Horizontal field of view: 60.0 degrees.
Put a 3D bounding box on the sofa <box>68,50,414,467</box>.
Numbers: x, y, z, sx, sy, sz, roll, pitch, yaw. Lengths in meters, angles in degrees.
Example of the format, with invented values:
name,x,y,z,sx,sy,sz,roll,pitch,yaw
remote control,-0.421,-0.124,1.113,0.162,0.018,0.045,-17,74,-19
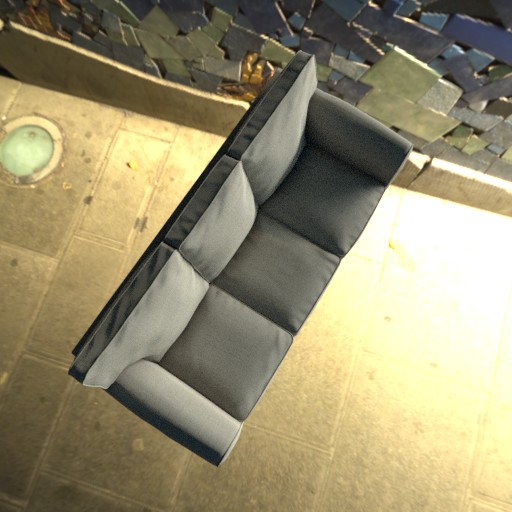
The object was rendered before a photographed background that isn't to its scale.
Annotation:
name,x,y,z,sx,sy,sz,roll,pitch,yaw
sofa,0.000,0.000,2.567,0.916,0.961,2.084,32,78,8
